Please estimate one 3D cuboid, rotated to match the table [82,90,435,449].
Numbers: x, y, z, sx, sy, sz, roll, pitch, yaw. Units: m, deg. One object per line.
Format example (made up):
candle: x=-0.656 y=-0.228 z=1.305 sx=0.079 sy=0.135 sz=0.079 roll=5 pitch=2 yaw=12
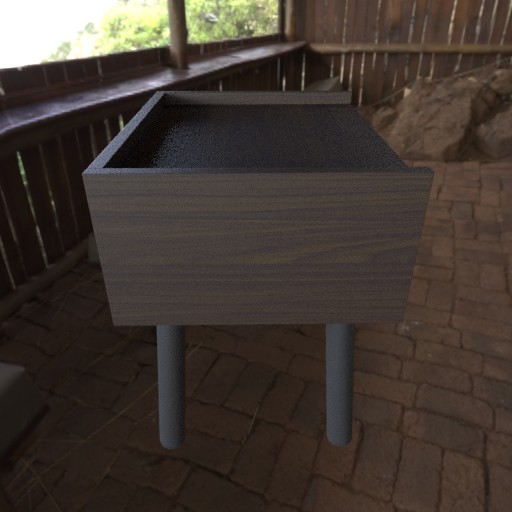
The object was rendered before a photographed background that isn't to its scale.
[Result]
table: x=0.000 y=0.000 z=0.778 sx=0.370 sy=0.470 sz=0.450 roll=0 pitch=31 yaw=-1
